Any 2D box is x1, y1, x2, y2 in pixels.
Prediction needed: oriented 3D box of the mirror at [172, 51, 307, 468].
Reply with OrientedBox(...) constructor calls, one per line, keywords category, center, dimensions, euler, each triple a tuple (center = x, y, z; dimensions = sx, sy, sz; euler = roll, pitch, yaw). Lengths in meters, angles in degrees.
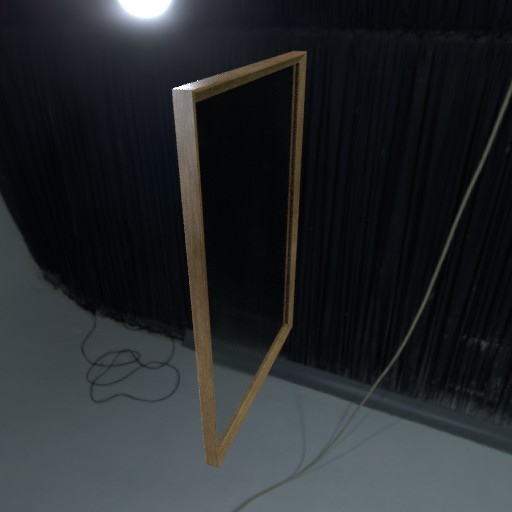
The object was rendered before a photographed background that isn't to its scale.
OrientedBox(category="mirror", center=(0.000, 0.000, 1.149), dimensions=(0.041, 0.915, 0.609), euler=(11, 32, 19))
